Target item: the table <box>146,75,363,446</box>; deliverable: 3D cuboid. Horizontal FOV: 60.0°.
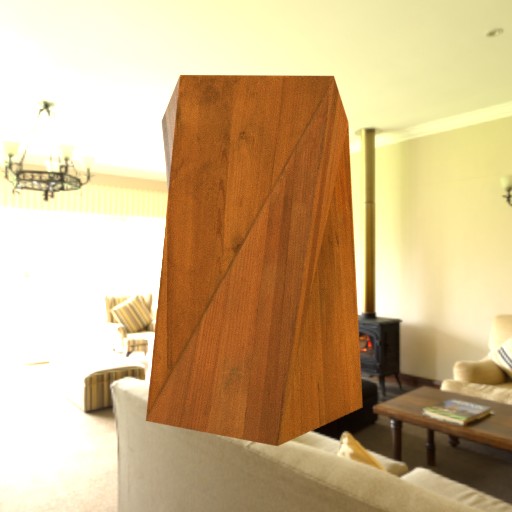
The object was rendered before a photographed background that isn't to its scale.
[{"bbox_3d":[0.000,0.000,0.920,0.425,0.604,0.441,0,-1,1],"label":"table"}]
